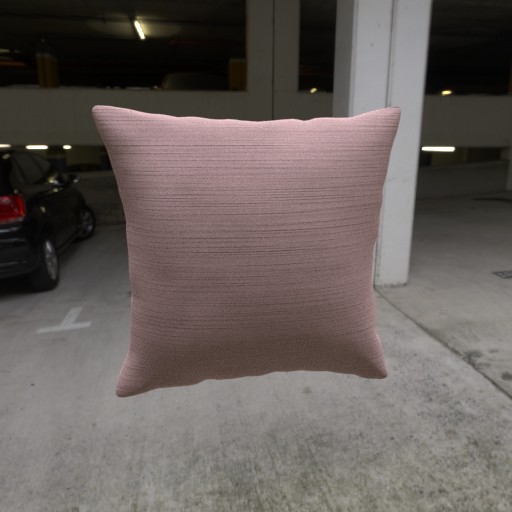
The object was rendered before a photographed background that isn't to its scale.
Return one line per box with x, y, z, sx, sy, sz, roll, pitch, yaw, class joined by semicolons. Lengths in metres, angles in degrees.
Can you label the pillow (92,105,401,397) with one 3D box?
0.000;0.000;0.714;0.470;0.464;0.175;-2;14;-9;pillow
